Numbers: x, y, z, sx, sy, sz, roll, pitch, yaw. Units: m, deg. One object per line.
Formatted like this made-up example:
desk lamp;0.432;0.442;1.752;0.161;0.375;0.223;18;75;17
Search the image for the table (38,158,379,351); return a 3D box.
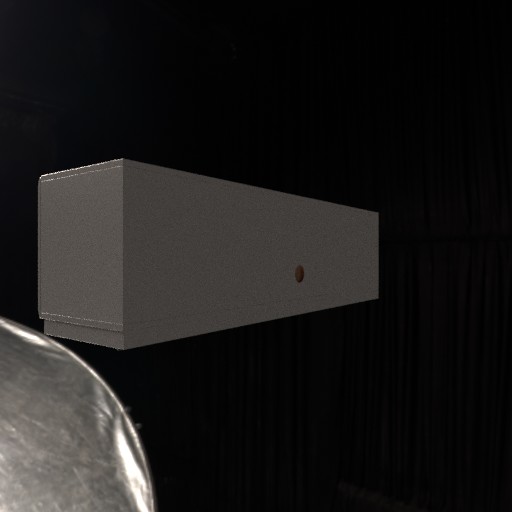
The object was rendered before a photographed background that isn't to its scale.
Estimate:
table;0.000;0.000;1.746;0.400;0.440;1.550;0;0;37
